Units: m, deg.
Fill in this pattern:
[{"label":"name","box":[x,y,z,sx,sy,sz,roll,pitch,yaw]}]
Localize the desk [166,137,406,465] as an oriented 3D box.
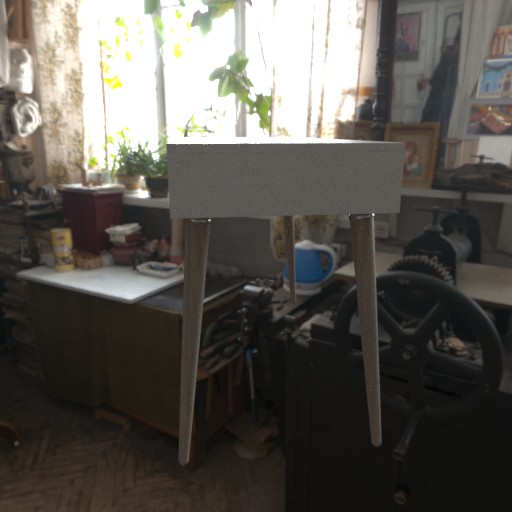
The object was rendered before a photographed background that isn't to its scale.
[{"label":"desk","box":[0.000,0.000,1.418,0.491,0.723,0.979,-2,16,-7]}]
